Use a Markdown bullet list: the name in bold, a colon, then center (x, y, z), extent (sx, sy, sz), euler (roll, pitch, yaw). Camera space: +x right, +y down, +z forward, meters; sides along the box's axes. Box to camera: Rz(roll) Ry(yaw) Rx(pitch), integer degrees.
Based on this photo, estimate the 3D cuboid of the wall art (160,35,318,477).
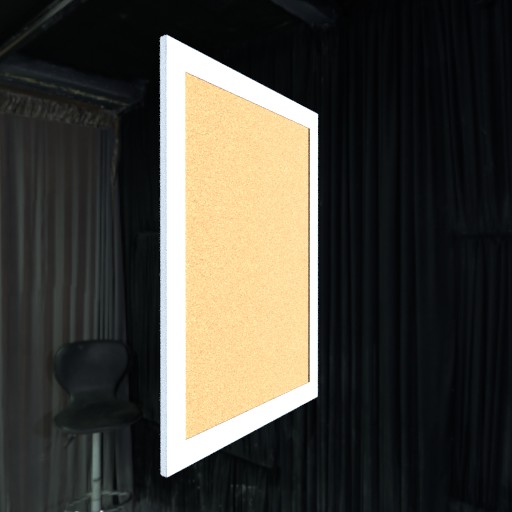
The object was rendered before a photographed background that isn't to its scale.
- **wall art**: center (0.000, 0.000, 0.682), extent (0.012, 0.529, 0.374), euler (0, 0, 36)
